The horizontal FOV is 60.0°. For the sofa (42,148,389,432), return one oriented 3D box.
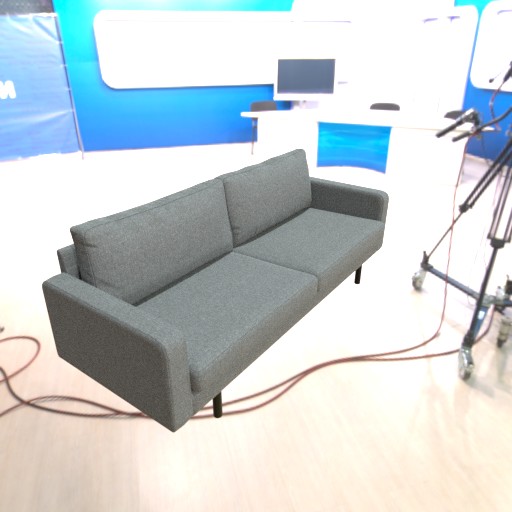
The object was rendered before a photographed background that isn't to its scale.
[{"bbox_3d":[0.000,0.000,2.688,0.880,0.880,2.200,18,32,32],"label":"sofa"}]
